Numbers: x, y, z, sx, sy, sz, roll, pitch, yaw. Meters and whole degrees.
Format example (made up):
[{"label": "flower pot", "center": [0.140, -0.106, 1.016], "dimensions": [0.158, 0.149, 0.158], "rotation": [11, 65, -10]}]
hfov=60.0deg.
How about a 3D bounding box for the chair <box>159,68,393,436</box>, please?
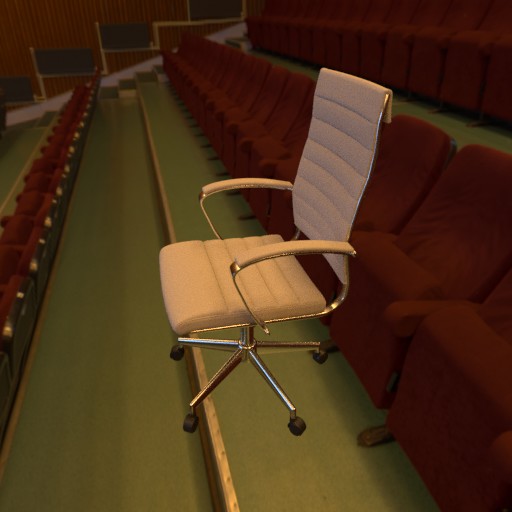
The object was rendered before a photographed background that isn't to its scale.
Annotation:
[{"label": "chair", "center": [0.000, 0.000, 1.551], "dimensions": [0.667, 1.149, 0.679], "rotation": [-8, 31, -13]}]
